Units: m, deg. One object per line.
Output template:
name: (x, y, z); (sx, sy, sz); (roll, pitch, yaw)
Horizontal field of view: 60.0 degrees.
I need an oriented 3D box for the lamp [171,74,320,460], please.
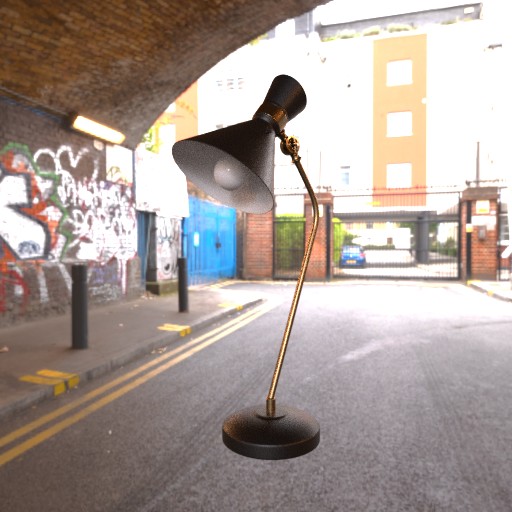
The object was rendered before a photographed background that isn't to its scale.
lamp: (0.000, 0.000, 0.765); (0.292, 0.647, 0.189); (-1, 1, -35)
